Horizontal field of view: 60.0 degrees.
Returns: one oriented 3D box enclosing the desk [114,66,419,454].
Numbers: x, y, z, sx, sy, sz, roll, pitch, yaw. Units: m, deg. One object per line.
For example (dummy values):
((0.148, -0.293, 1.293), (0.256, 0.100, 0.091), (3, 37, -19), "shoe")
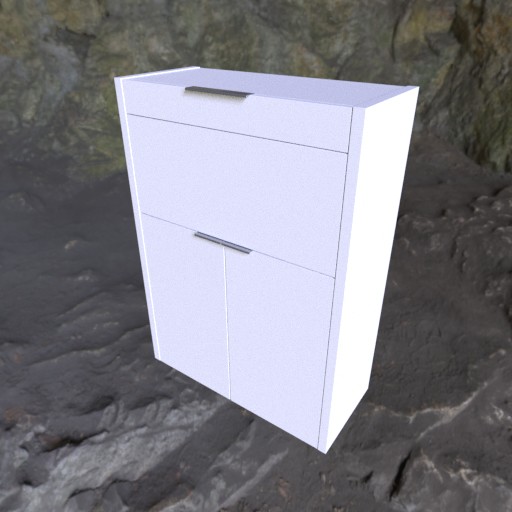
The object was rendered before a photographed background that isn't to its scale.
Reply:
((0.000, 0.000, 1.614), (0.850, 1.190, 0.390), (19, 34, 30), "desk")
